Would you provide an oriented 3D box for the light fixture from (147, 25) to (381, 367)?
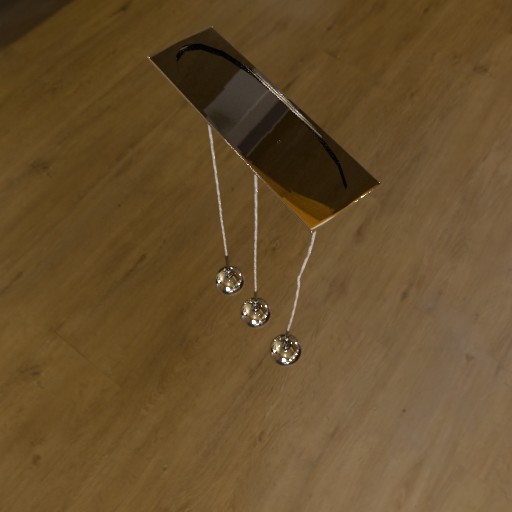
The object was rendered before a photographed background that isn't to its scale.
[{"bbox_3d":[0.000,0.000,1.620,0.188,1.408,0.623,-34,69,-16],"label":"light fixture"}]
